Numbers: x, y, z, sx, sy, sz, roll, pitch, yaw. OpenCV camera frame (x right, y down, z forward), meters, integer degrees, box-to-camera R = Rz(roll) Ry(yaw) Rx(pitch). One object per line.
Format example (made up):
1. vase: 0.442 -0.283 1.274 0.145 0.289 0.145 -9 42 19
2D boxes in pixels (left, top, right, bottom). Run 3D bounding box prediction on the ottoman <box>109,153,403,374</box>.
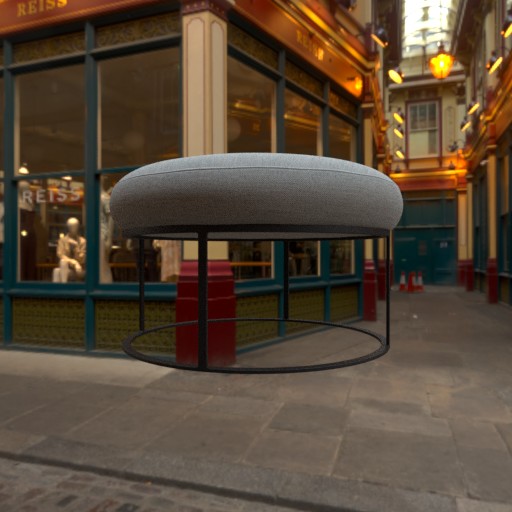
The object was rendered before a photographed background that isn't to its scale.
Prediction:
1. ottoman: 0.000 0.000 1.221 0.769 0.459 0.769 0 0 0
